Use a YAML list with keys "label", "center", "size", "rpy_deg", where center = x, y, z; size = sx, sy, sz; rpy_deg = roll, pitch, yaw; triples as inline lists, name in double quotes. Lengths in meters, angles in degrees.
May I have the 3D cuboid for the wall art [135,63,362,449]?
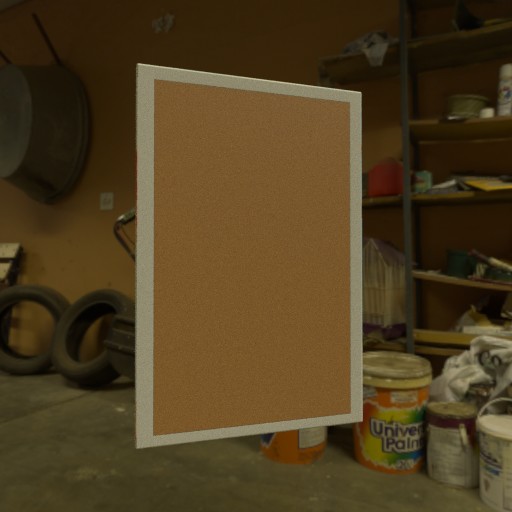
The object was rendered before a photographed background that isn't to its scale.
- label: "wall art"
  center: [0.000, 0.000, 1.155]
  size: [0.605, 0.915, 0.037]
  rpy_deg: [0, -1, -17]
